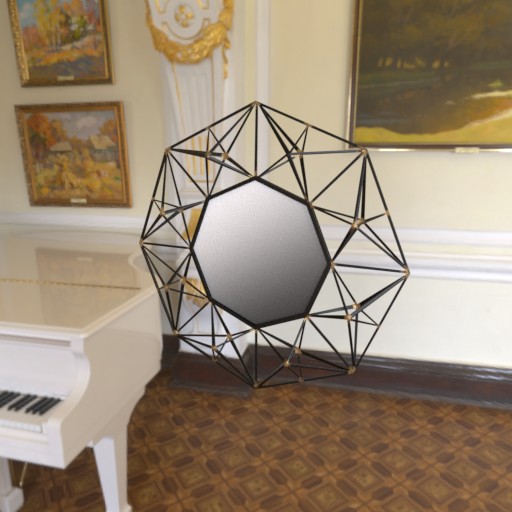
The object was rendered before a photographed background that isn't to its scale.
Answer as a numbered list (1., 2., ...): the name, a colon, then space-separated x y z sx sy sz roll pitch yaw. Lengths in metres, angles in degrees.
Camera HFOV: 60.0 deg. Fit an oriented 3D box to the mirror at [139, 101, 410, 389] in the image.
1. mirror: 0.000 0.000 1.069 0.710 0.710 0.094 6 15 25
